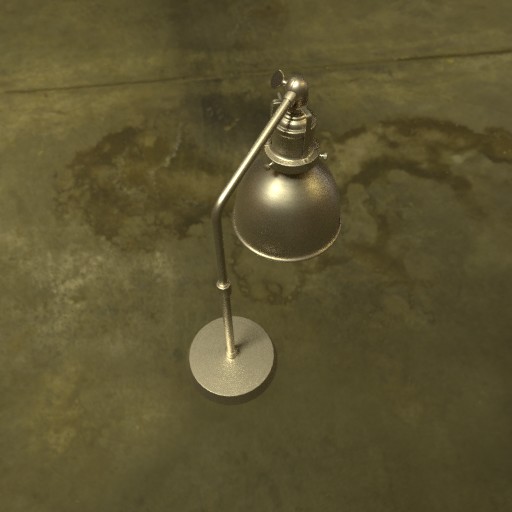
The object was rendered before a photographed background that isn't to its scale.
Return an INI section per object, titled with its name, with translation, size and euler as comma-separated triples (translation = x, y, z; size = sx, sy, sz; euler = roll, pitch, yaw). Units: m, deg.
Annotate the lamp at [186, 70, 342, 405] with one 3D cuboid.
[lamp]
translation = 0.000, 0.000, 0.588
size = 0.153, 0.456, 0.286
euler = 32, 61, 20
